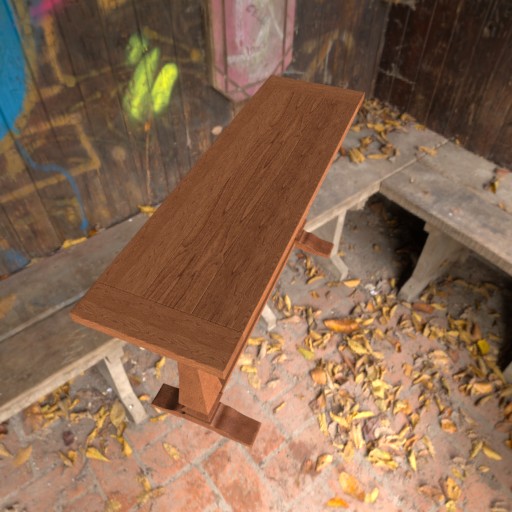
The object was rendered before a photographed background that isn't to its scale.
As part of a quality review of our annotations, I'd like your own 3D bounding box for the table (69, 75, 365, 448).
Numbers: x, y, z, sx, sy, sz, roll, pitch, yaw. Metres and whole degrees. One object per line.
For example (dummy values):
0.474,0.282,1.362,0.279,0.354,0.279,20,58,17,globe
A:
0.000,0.000,1.880,0.461,0.852,1.478,17,49,15,table
